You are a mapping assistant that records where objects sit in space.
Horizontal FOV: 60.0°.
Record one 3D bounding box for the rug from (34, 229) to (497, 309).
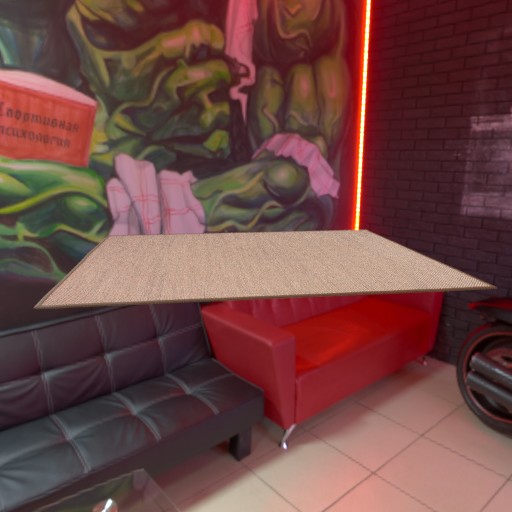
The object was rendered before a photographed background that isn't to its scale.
[{"bbox_3d":[0.000,0.000,3.993,3.041,0.020,2.413,-2,13,-8],"label":"rug"}]
